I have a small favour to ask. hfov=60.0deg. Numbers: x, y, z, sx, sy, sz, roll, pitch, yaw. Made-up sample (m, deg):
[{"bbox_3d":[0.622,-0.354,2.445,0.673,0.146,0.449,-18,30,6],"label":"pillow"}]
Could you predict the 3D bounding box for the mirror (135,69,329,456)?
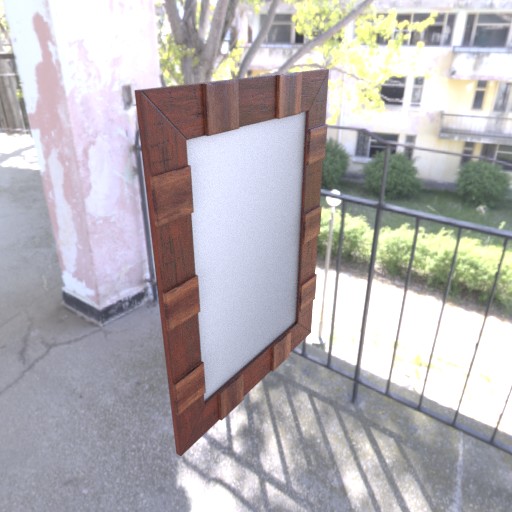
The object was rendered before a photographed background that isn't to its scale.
[{"bbox_3d":[0.000,0.000,1.073,0.021,0.805,0.600,18,32,32],"label":"mirror"}]
